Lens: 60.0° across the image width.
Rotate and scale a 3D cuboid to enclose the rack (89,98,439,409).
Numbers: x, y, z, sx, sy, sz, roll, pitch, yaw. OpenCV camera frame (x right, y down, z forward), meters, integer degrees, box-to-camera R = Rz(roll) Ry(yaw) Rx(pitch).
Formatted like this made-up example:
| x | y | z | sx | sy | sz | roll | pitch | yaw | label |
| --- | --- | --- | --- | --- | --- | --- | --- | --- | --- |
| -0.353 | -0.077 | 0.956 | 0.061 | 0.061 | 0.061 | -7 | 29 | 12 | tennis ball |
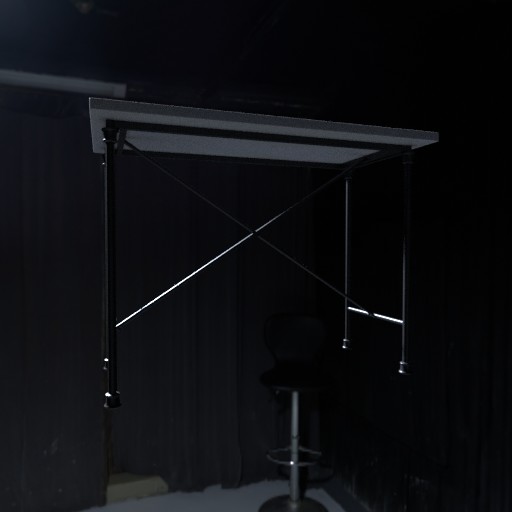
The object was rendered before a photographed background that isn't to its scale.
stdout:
| x | y | z | sx | sy | sz | roll | pitch | yaw | label |
| --- | --- | --- | --- | --- | --- | --- | --- | --- | --- |
| 0.000 | 0.000 | 1.681 | 1.159 | 0.880 | 0.613 | -1 | 2 | -19 | rack |
